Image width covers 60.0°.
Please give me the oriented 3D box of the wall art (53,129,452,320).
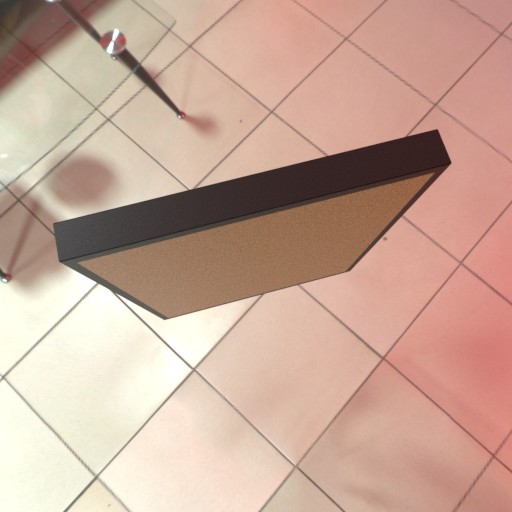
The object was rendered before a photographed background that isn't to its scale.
[{"bbox_3d":[0.000,0.000,0.503,0.294,0.369,0.030,-14,76,-4],"label":"wall art"}]
